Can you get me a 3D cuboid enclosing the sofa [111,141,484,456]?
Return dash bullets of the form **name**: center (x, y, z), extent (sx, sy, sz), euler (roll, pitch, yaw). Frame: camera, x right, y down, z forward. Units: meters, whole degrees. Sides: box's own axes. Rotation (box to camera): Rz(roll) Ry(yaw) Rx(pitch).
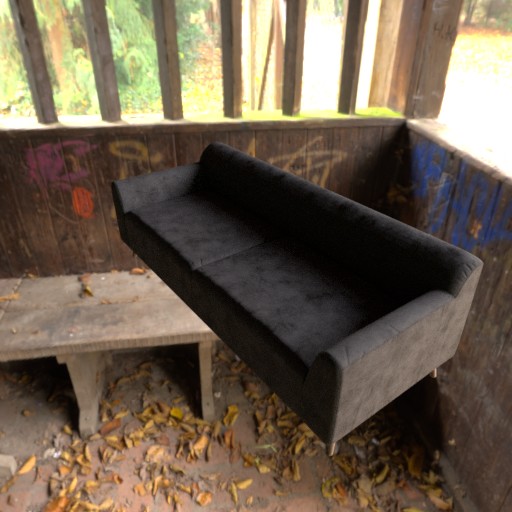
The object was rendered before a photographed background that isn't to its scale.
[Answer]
- **sofa**: center (0.000, 0.000, 2.645), extent (0.900, 0.740, 2.190), euler (-21, 37, -31)
